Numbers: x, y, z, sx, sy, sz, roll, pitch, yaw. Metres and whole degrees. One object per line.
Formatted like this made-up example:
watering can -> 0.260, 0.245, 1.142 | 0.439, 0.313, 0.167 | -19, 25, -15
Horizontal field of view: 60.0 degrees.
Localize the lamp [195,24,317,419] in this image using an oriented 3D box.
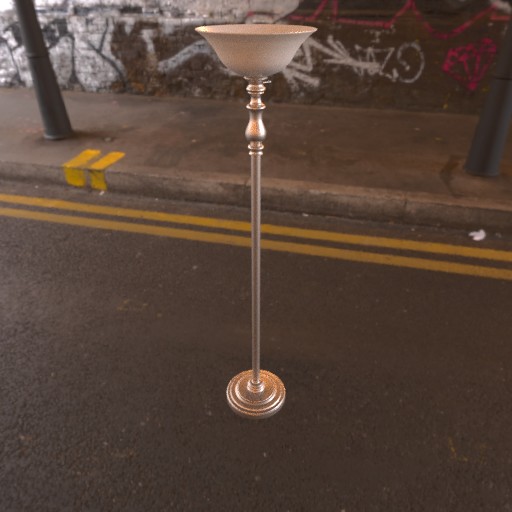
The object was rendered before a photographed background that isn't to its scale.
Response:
lamp -> 0.000, 0.000, 1.933 | 0.405, 1.771, 0.405 | -21, 37, -31
